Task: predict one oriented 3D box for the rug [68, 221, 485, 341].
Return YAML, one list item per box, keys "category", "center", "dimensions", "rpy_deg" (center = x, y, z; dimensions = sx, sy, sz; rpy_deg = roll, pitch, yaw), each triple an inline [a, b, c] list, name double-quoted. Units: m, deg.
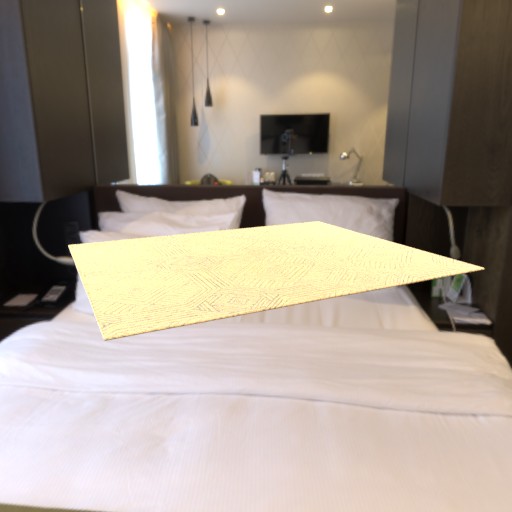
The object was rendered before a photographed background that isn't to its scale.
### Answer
- category: "rug"
  center: [0.000, 0.000, 4.103]
  dimensions: [3.049, 0.015, 2.457]
  rpy_deg: [-7, 16, -26]
